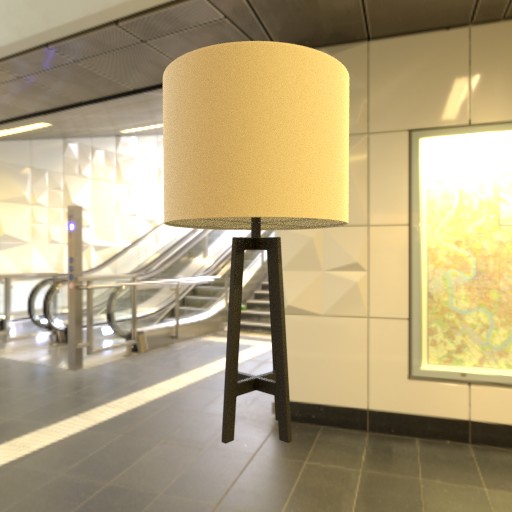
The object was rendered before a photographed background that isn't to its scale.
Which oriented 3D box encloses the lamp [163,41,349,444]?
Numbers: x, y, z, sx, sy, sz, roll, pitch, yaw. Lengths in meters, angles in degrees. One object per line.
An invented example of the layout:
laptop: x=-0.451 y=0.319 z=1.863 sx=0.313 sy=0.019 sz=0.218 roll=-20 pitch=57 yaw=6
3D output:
lamp: x=0.000 y=0.000 z=0.625 sx=0.257 sy=0.489 sz=0.257 roll=0 pitch=0 yaw=-1
